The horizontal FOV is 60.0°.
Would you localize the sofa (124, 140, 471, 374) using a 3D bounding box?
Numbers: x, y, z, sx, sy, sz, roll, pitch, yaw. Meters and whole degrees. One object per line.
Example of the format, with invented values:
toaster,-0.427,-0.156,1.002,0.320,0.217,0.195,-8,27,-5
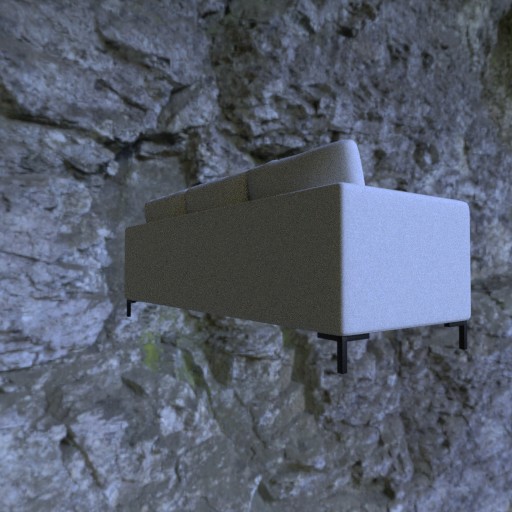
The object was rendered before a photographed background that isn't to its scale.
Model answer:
sofa,0.000,0.000,2.665,0.859,0.874,2.218,1,-2,-35
